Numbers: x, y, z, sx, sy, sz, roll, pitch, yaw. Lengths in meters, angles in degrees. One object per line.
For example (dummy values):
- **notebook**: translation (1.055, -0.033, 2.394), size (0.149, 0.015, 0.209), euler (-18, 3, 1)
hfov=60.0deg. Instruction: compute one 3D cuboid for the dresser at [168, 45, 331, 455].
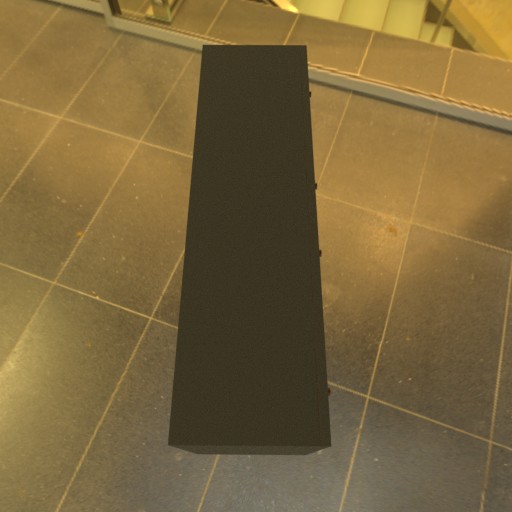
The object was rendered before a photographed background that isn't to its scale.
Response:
- **dresser**: translation (0.000, 0.000, 1.922), size (0.463, 0.872, 1.558), euler (0, 64, 0)
